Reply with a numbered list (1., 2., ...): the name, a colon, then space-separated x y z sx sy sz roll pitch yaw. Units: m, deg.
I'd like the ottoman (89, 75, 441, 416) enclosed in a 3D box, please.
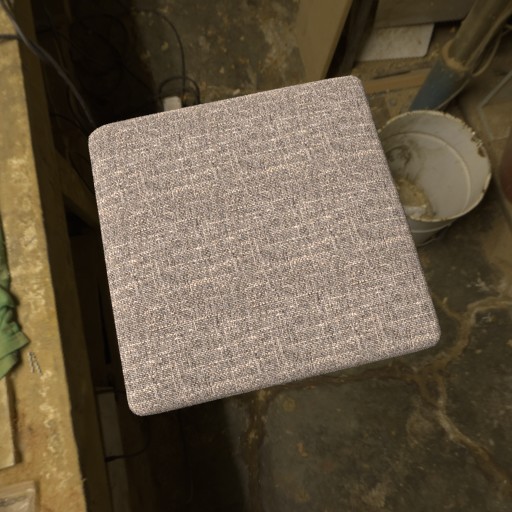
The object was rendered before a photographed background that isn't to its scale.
1. ottoman: 0.000 0.000 0.932 0.521 0.453 0.512 -13 77 -3
